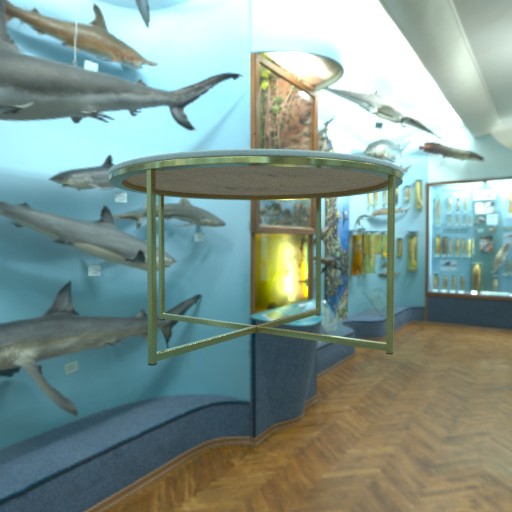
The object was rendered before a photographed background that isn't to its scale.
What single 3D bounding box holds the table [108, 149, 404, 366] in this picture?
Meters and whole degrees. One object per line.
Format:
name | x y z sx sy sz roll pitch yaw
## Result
table | 0.000 0.000 1.272 0.800 0.450 0.800 0 2 0
